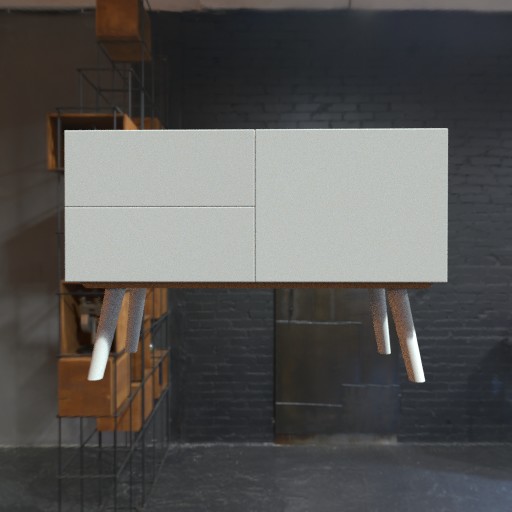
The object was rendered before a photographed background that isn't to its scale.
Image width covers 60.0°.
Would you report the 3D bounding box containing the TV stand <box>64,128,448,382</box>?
[{"bbox_3d":[0.000,0.000,1.350,0.991,0.660,0.407,0,1,1],"label":"TV stand"}]
